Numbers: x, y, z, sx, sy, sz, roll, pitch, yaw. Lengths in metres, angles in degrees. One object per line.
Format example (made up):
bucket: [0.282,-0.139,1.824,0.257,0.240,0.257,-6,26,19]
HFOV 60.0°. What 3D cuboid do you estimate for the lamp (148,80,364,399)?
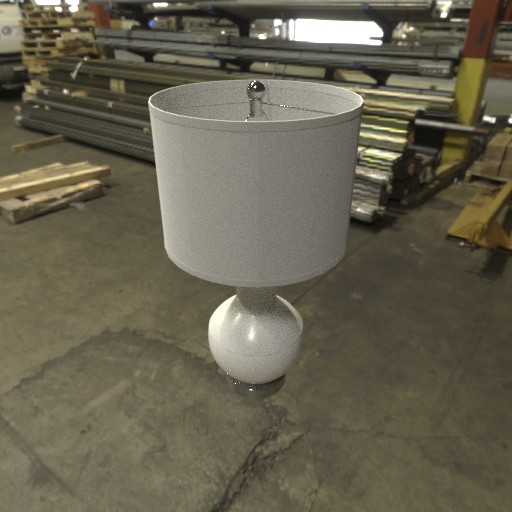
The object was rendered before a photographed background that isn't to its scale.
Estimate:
lamp: [0.000,0.000,0.903,0.357,0.673,0.357,21,36,32]
